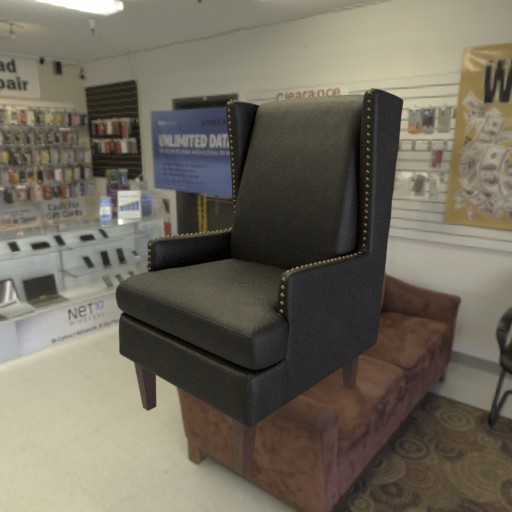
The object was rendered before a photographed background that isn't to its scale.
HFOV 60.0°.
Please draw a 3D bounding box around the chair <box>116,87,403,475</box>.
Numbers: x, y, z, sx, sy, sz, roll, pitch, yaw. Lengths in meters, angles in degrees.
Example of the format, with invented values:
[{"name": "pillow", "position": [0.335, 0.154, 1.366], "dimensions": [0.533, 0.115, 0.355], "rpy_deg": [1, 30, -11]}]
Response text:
[{"name": "chair", "position": [0.000, 0.000, 1.616], "dimensions": [0.703, 1.142, 0.799], "rpy_deg": [13, 19, 40]}]
